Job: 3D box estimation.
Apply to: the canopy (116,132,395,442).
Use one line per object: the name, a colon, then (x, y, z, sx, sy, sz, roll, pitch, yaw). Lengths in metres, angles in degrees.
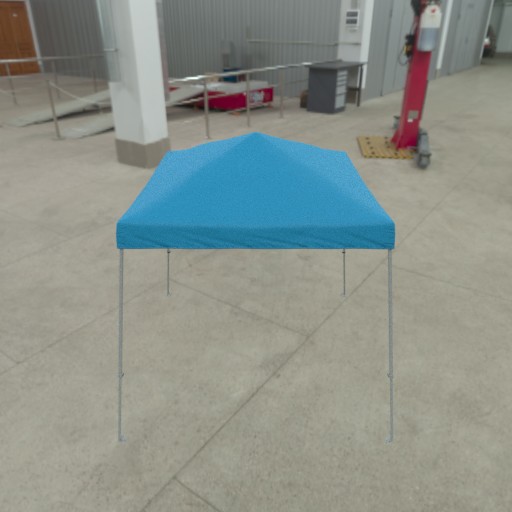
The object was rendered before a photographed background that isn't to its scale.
canopy: (0.000, 0.000, 5.178, 2.849, 2.850, 2.850, 0, 28, 0)
